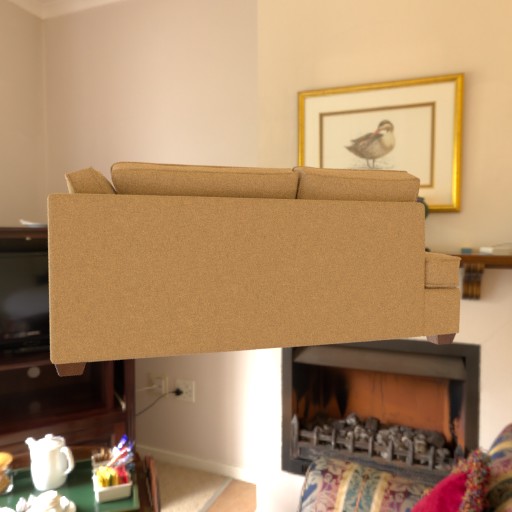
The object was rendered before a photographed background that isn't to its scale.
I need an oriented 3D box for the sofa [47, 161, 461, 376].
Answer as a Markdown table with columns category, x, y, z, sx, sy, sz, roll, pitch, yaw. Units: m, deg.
| category | x | y | z | sx | sy | sz | roll | pitch | yaw |
| --- | --- | --- | --- | --- | --- | --- | --- | --- | --- |
| sofa | 0.000 | 0.000 | 2.788 | 2.237 | 1.033 | 1.110 | -1 | 2 | -17 |
